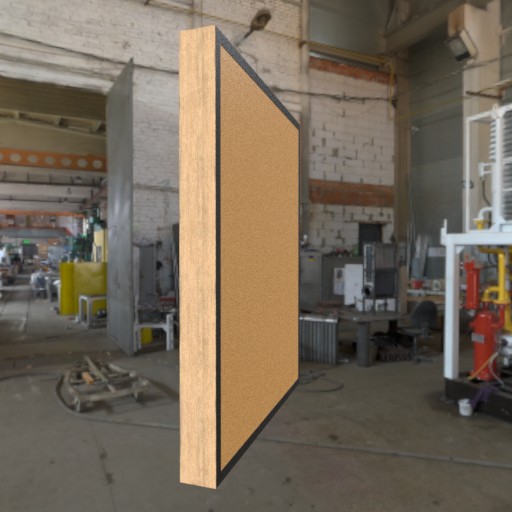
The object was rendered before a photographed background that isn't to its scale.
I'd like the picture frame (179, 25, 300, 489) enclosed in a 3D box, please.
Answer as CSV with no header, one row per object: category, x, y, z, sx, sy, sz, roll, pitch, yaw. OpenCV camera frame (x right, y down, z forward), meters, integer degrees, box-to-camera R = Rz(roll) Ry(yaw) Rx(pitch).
picture frame,0.000,0.000,0.709,0.046,0.526,0.421,0,1,19
